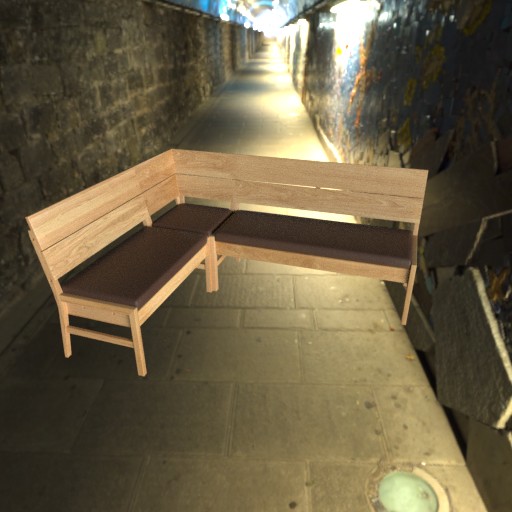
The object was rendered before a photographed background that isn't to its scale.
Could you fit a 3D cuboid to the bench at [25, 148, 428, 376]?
[{"bbox_3d":[0.000,0.000,2.830,1.975,0.890,1.549,8,28,15],"label":"bench"}]
